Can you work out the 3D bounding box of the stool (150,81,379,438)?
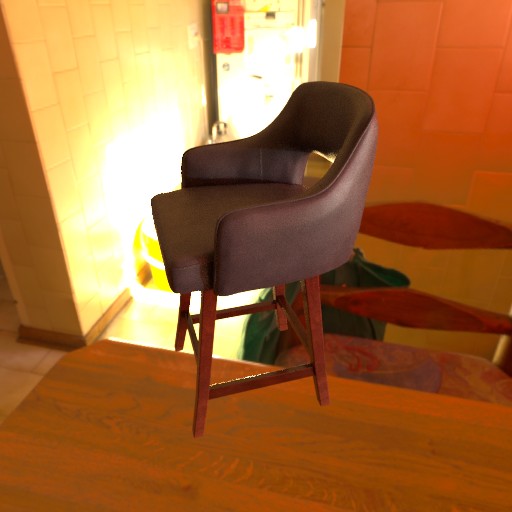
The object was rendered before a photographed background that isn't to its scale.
[{"bbox_3d":[0.000,0.000,1.325,0.560,0.936,0.550,-9,31,-15],"label":"stool"}]
